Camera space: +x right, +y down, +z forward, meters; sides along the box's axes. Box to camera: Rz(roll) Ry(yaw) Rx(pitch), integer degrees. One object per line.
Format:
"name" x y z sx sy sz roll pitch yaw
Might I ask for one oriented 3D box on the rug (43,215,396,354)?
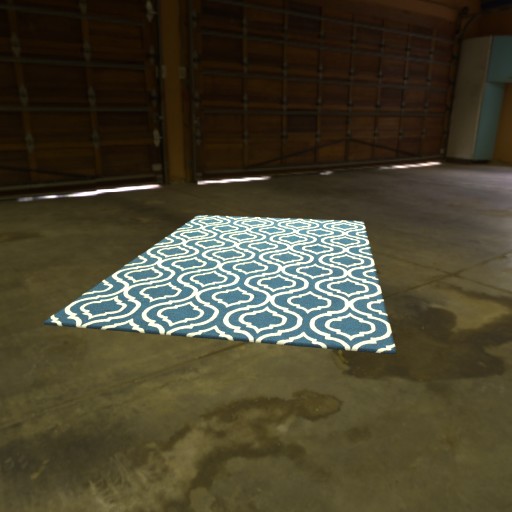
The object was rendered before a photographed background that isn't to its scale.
"rug" 0.000 0.000 2.212 1.143 0.010 1.753 3 17 10
